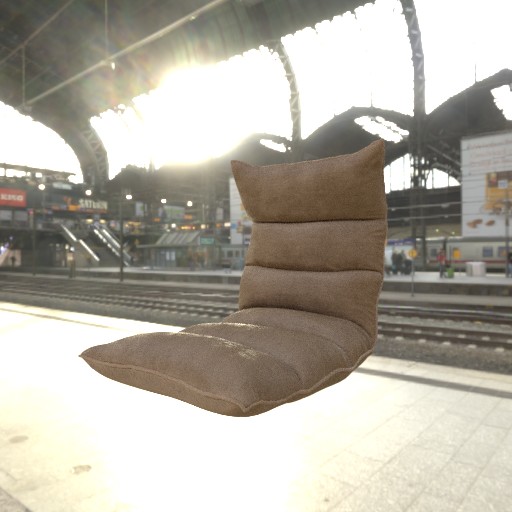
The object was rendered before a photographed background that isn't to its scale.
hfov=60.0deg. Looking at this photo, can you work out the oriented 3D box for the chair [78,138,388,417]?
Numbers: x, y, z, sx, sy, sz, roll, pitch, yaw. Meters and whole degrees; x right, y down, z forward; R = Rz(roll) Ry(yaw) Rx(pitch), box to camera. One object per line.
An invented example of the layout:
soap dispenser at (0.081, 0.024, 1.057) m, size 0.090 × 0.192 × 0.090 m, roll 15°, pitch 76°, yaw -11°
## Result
chair at (0.000, 0.000, 1.617) m, size 0.714 × 0.892 × 0.985 m, roll 0°, pitch 0°, yaw 37°
